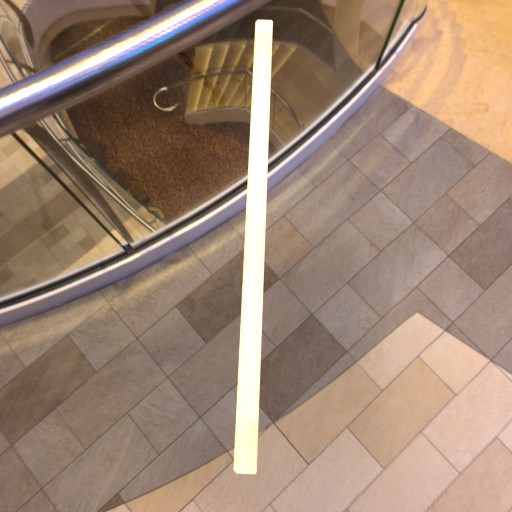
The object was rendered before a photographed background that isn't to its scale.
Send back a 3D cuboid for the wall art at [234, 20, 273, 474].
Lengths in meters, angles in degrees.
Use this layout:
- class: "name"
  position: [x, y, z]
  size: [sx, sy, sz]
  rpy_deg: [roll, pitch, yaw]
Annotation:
- class: "wall art"
  position: [0.000, 0.000, 1.145]
  size: [0.038, 0.602, 0.918]
  rpy_deg: [2, 74, 1]
